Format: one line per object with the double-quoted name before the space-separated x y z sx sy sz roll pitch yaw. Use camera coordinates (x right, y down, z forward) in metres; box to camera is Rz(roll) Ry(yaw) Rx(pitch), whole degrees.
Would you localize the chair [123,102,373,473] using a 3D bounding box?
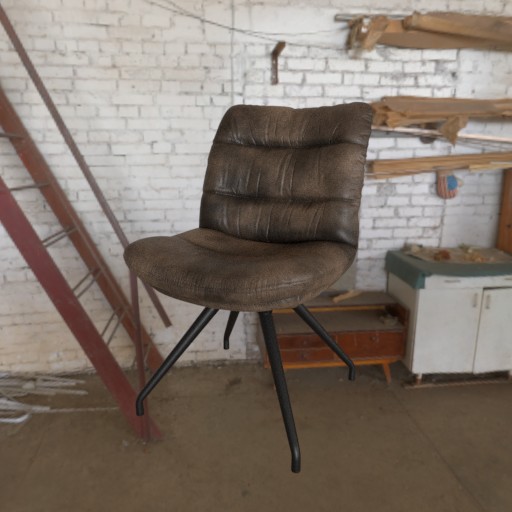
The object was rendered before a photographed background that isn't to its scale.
"chair" 0.000 0.000 1.260 0.549 0.870 0.622 7 16 27
